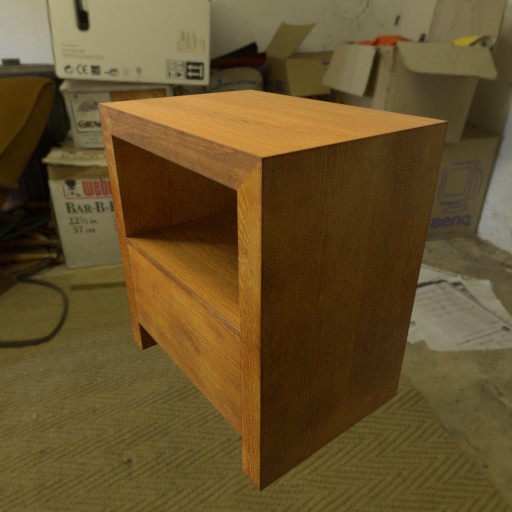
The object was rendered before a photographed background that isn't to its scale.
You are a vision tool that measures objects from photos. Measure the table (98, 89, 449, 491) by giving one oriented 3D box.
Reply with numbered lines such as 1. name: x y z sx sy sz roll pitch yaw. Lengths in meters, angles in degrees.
1. table: 0.000 0.000 0.962 0.400 0.605 0.550 -19 33 -33
